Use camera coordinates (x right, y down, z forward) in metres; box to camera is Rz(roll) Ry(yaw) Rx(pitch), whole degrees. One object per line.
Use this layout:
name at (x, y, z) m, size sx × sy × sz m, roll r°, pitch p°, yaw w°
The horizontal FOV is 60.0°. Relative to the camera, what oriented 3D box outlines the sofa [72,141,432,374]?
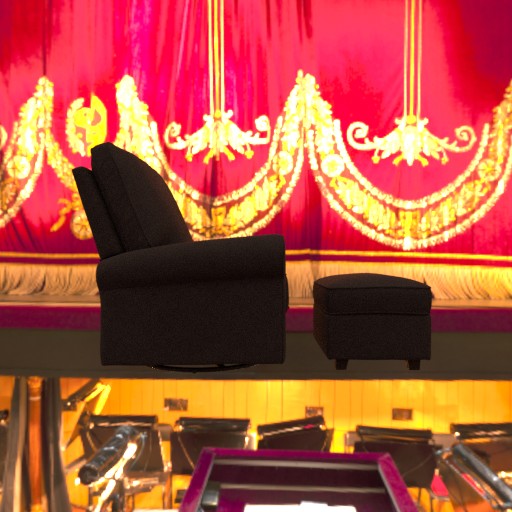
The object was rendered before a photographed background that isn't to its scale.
sofa at (0.000, 0.000, 2.101) m, size 1.478 × 0.959 × 0.880 m, roll 0°, pitch -1°, yaw 1°
